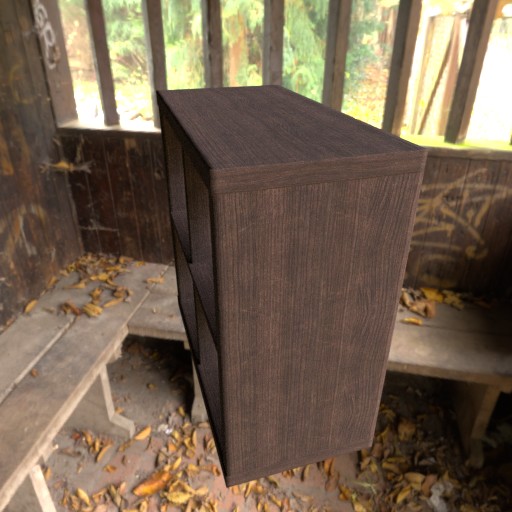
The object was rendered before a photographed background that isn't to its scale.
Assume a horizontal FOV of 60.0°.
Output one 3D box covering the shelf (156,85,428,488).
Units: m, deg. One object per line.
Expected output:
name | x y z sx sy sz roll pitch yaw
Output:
shelf | 0.000 0.000 1.248 0.390 0.786 0.790 -8 30 -15
